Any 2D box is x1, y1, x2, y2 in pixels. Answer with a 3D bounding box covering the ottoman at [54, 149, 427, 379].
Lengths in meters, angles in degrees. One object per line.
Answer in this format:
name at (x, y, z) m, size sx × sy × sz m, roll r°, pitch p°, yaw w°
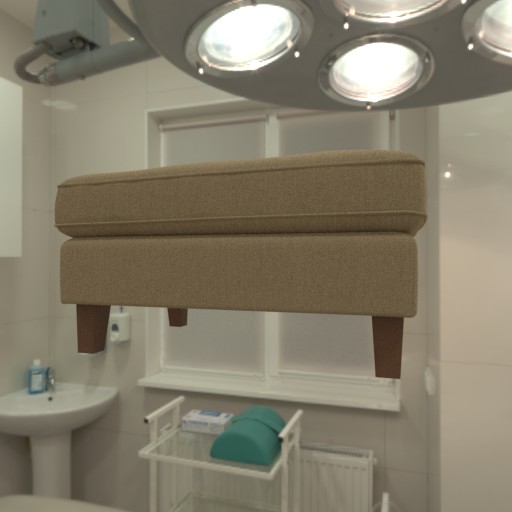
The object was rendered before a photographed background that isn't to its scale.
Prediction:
ottoman at (0.000, 0.000, 1.315) m, size 0.945 × 0.521 × 0.636 m, roll 0°, pitch 0°, yaw 19°
